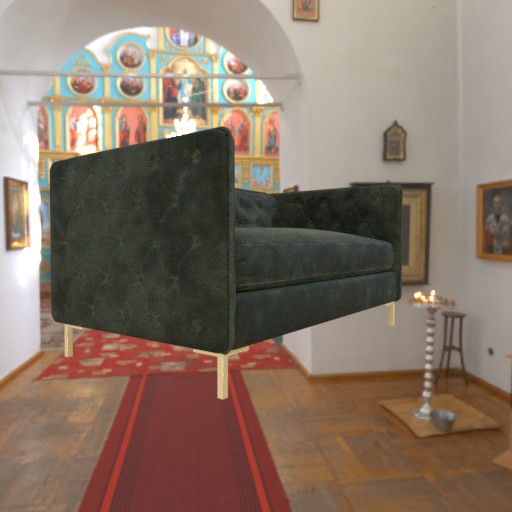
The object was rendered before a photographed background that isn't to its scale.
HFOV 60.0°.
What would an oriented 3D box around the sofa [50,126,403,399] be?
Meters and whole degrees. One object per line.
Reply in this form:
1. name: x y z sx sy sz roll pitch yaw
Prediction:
1. sofa: 0.000 0.000 2.057 0.895 0.768 1.537 1 2 36
